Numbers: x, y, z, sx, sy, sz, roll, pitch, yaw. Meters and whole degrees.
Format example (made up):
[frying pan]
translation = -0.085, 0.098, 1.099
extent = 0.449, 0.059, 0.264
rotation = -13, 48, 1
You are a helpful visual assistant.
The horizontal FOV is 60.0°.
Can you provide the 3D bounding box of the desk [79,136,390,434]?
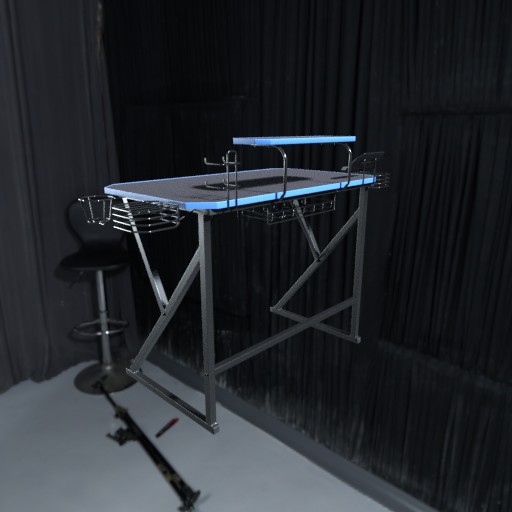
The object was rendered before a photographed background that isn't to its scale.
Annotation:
[desk]
translation = 0.000, 0.000, 1.747
extent = 0.594, 0.909, 1.295
rotation = 15, 22, 42
